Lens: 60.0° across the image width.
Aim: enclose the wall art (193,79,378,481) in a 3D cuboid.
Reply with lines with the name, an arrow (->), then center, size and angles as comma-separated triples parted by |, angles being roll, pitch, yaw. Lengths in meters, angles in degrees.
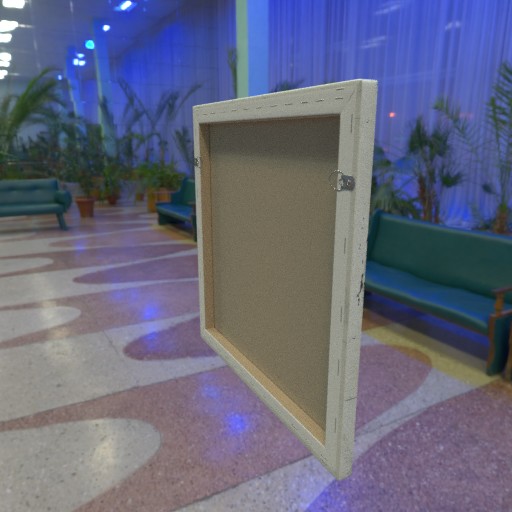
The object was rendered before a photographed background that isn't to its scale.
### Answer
wall art -> 0.000, 0.000, 1.123 | 0.038, 0.762, 0.762 | -8, 17, -27
